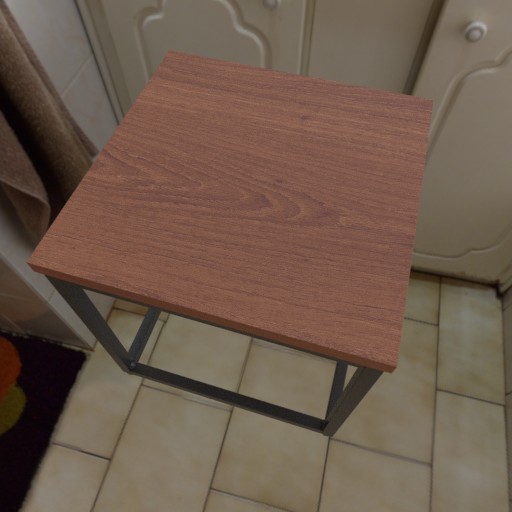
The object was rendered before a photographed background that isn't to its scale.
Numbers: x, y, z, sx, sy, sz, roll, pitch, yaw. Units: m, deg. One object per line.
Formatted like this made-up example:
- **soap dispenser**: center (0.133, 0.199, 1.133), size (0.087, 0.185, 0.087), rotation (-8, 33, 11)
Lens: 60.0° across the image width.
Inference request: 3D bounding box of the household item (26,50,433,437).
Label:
- **household item**: center (0.000, 0.000, 0.721), size (0.400, 0.400, 0.400), rotation (14, 59, 9)
